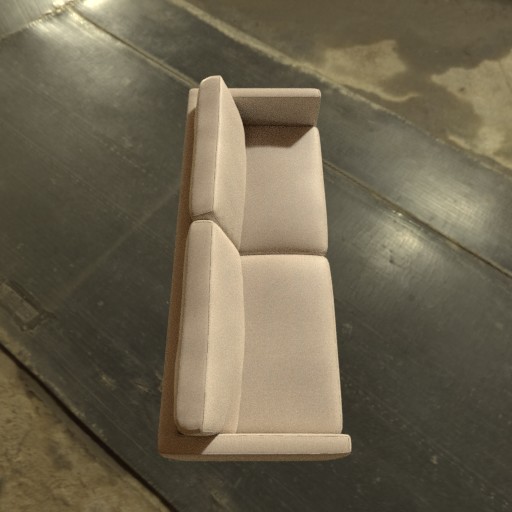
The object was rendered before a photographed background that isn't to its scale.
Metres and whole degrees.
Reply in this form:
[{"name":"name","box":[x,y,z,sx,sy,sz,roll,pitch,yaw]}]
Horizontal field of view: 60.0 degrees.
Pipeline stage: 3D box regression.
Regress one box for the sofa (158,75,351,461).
[{"name":"sofa","box":[0.000,0.000,2.823,0.951,0.968,2.361,0,64,0]}]
